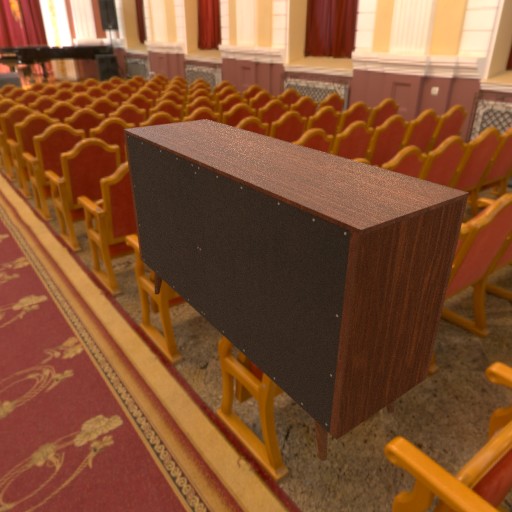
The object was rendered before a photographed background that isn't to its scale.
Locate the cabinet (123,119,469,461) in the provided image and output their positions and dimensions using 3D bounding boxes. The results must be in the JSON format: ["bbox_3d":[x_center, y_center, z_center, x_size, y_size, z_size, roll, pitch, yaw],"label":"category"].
[{"bbox_3d":[0.000,0.000,2.013,0.505,0.940,1.575,-18,32,-32],"label":"cabinet"}]
